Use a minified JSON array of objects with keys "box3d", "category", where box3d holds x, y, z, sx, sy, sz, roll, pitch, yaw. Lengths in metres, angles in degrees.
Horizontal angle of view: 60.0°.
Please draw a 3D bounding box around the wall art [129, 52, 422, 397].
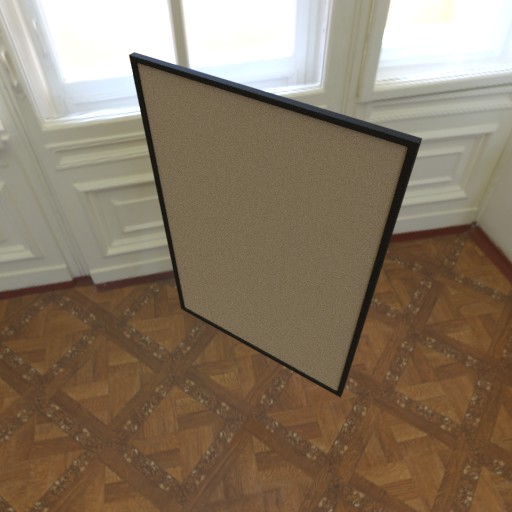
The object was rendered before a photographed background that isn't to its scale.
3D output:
[{"box3d":[0.000,0.000,0.847,0.460,0.660,0.013,25,52,22],"category":"wall art"}]
